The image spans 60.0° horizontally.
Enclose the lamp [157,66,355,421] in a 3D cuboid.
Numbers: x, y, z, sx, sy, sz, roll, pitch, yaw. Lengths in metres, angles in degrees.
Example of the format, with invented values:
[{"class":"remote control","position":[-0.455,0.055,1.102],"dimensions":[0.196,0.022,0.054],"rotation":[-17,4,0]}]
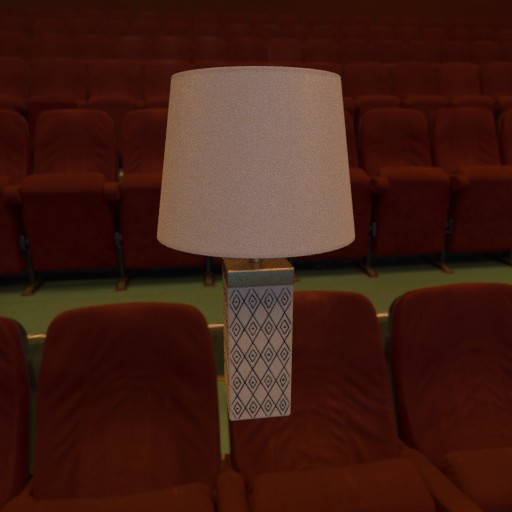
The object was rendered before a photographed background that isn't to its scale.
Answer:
[{"class":"lamp","position":[0.000,0.000,0.583],"dimensions":[0.251,0.435,0.251],"rotation":[0,15,0]}]
